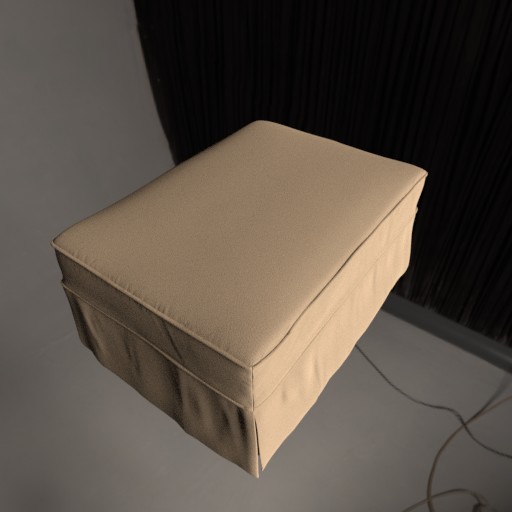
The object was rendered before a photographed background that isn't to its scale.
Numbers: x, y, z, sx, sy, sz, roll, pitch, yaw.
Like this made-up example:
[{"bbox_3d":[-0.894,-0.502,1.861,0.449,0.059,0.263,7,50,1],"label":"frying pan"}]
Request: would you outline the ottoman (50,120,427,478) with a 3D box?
[{"bbox_3d":[0.000,0.000,1.347,0.721,0.482,0.959,26,47,27],"label":"ottoman"}]
